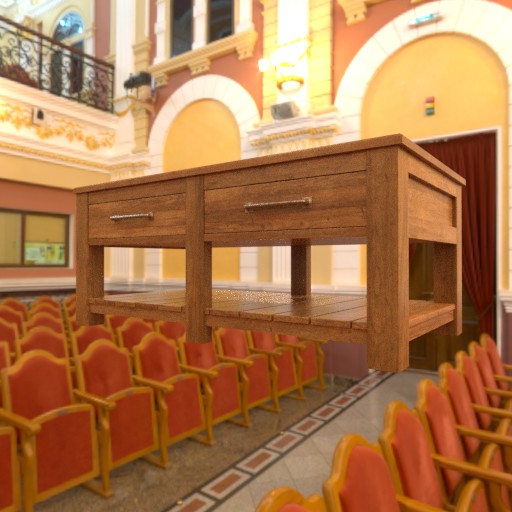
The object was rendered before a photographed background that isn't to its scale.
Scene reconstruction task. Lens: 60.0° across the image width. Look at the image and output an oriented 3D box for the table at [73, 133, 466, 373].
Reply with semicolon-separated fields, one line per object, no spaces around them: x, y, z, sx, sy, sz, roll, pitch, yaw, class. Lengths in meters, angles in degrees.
0.000;0.000;1.456;1.150;0.480;0.635;0;-1;36;table
